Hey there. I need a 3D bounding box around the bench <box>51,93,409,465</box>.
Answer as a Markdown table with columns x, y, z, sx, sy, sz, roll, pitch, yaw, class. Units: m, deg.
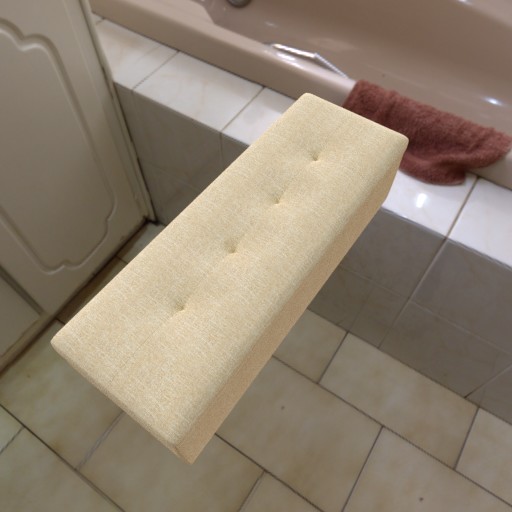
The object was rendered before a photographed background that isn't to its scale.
| x | y | z | sx | sy | sz | roll | pitch | yaw | class |
| --- | --- | --- | --- | --- | --- | --- | --- | --- | --- |
| 0.000 | 0.000 | 1.462 | 0.432 | 0.406 | 1.219 | 31 | 63 | 18 | bench |
